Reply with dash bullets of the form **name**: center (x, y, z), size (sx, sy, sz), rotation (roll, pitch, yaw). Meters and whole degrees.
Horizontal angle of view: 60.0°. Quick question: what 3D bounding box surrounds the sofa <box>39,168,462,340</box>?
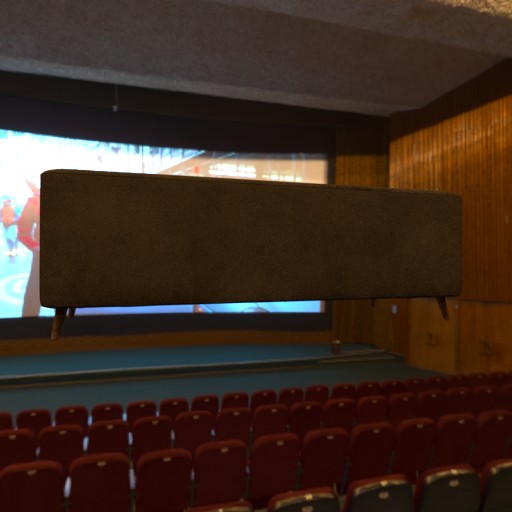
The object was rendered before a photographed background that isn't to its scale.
- **sofa**: center (0.000, 0.000, 2.598), size (2.190, 0.740, 0.900), rotation (0, -1, -18)
